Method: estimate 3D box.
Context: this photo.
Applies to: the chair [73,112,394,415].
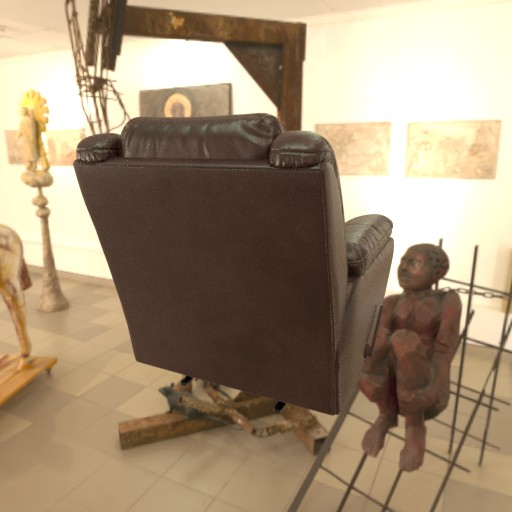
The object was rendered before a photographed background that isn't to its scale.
[{"bbox_3d":[0.000,0.000,1.867,0.990,1.093,1.041,7,16,26],"label":"chair"}]
